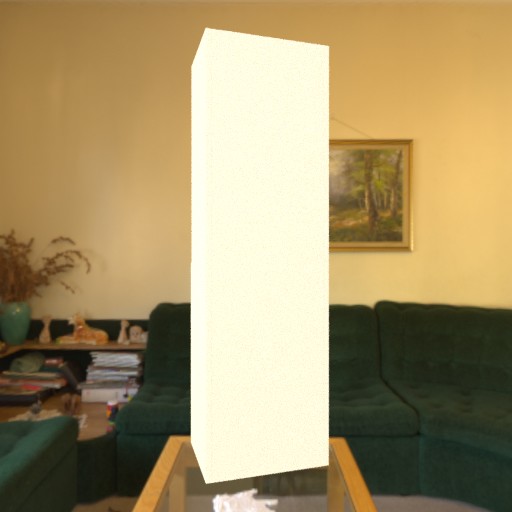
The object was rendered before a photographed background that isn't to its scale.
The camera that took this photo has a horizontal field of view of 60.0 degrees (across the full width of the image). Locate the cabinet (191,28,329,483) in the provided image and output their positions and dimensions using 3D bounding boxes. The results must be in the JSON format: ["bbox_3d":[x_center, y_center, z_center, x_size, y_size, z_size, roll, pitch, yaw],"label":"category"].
[{"bbox_3d":[0.000,0.000,1.513,0.400,1.350,0.300,0,0,-17],"label":"cabinet"}]
